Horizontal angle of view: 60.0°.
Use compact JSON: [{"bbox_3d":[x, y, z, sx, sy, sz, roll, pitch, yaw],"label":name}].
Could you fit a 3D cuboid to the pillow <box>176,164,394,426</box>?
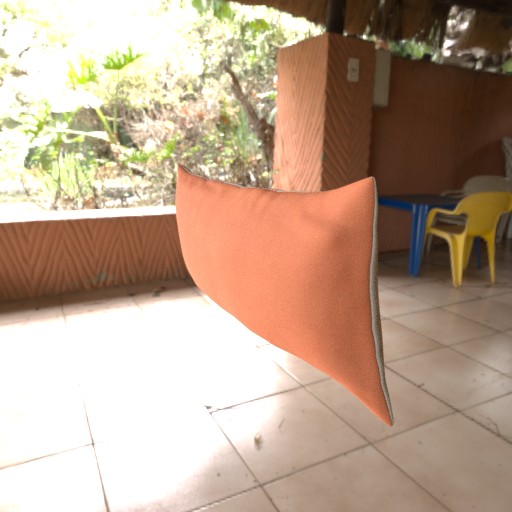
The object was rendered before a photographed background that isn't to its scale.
[{"bbox_3d":[0.000,0.000,0.738,0.156,0.292,0.608,-7,15,-27],"label":"pillow"}]
